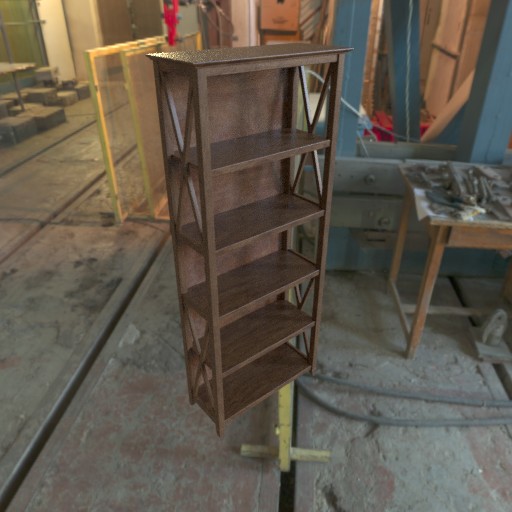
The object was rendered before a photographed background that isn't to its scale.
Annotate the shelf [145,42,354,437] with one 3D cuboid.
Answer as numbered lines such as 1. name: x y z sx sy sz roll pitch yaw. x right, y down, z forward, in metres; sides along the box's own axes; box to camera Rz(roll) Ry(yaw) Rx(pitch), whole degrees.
1. shelf: 0.000 0.000 2.258 0.805 1.905 0.335 -22 37 -33
